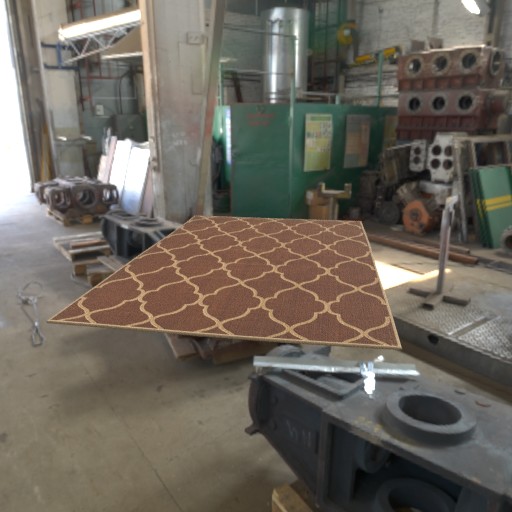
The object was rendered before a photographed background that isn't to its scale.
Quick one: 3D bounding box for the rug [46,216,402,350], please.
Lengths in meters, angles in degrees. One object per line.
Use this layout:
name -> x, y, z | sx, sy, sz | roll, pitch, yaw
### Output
rug -> 0.000, 0.000, 2.914 | 1.526, 0.014, 2.290 | 3, 17, 9
